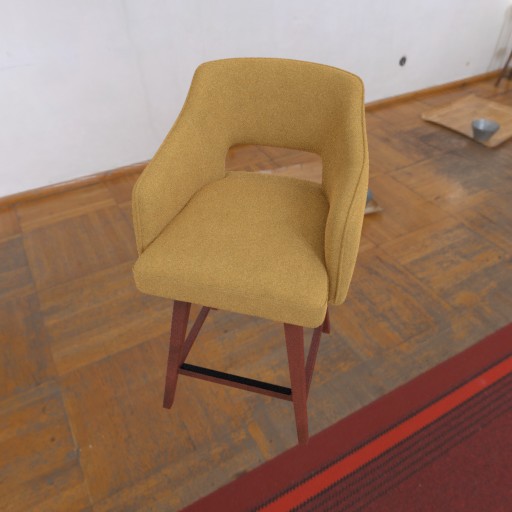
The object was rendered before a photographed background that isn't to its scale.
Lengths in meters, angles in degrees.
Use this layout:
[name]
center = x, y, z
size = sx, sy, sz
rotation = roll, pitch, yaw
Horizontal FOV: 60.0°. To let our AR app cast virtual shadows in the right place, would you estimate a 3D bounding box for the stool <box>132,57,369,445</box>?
[stool]
center = 0.000, 0.000, 1.259
size = 0.548, 0.924, 0.558
rotation = 10, 41, 12
